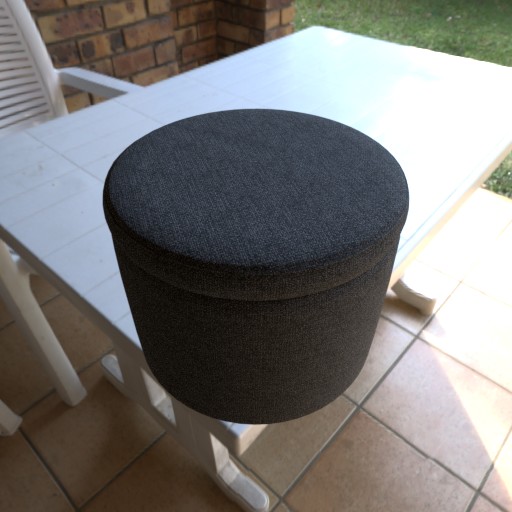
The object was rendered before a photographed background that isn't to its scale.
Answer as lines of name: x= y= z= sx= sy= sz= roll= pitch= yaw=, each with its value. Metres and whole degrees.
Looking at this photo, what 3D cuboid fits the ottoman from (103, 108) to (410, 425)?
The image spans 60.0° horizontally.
ottoman: x=0.000 y=0.000 z=0.888 sx=0.520 sy=0.430 sz=0.520 roll=0 pitch=42 yaw=0
